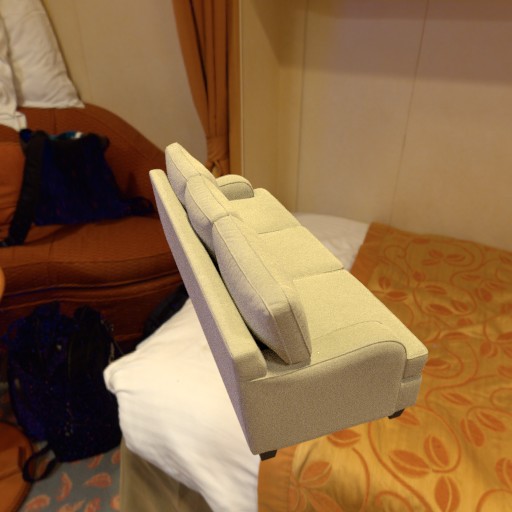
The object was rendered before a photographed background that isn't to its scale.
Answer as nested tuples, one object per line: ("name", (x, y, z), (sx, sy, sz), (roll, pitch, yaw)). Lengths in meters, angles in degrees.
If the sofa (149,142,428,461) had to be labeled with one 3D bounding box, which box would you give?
("sofa", (0.000, 0.000, 2.924), (1.016, 0.991, 2.323), (-10, 32, -17))
